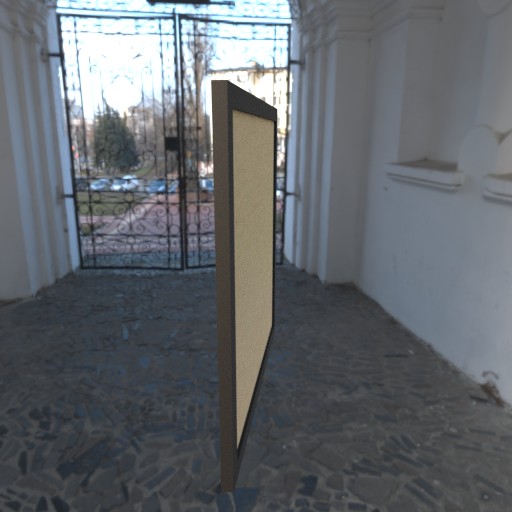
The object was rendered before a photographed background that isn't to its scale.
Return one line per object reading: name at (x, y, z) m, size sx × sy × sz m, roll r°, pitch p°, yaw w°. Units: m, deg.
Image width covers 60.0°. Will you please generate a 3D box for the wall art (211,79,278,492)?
wall art at (0.000, 0.000, 0.534) m, size 0.012 × 0.357 × 0.358 m, roll 2°, pitch 15°, yaw 8°
